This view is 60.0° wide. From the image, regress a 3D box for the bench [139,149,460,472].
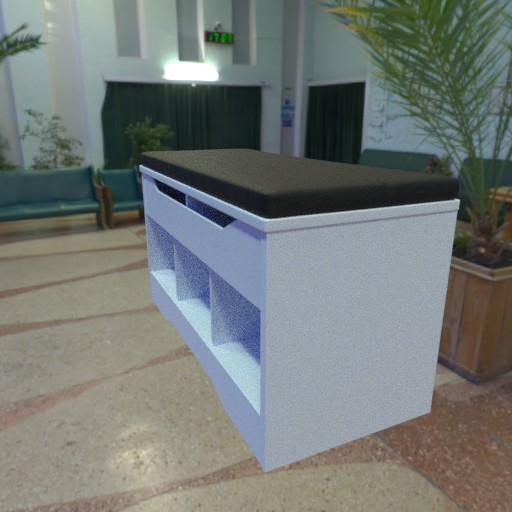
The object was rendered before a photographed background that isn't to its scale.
[{"bbox_3d":[0.000,0.000,1.172,0.401,0.500,0.899,-8,19,-24],"label":"bench"}]
